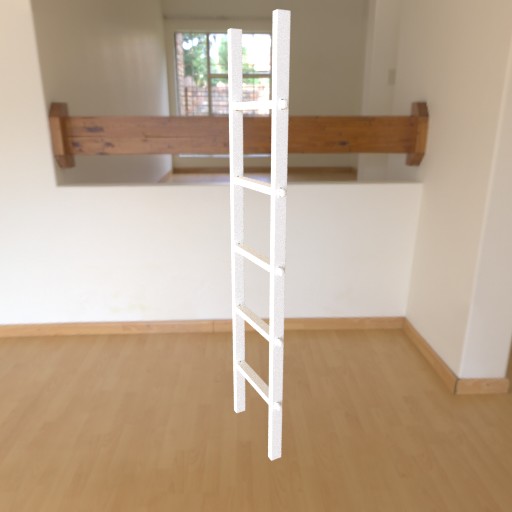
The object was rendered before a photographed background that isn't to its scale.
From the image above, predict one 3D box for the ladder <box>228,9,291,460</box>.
[{"bbox_3d":[0.000,0.000,1.888,0.051,1.797,0.452,-9,20,-26],"label":"ladder"}]
